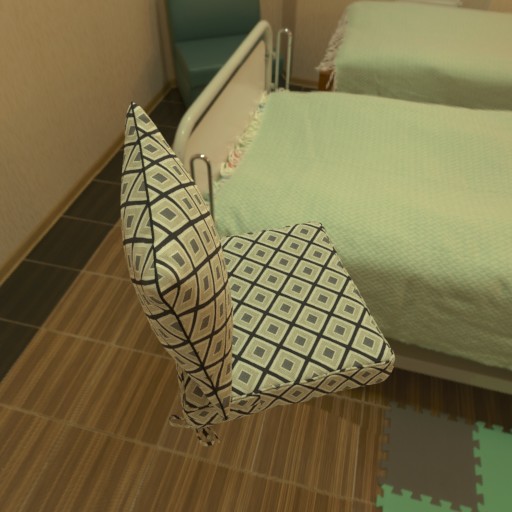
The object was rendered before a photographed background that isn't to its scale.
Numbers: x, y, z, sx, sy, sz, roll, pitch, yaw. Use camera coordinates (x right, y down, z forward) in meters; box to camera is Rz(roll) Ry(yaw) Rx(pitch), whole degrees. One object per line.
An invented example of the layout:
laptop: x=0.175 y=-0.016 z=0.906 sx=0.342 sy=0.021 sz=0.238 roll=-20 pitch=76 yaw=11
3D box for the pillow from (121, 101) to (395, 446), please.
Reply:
pillow: x=0.000 y=0.000 z=1.360 sx=0.733 sy=0.722 sz=0.798 roll=-11 pitch=46 yaw=-10
